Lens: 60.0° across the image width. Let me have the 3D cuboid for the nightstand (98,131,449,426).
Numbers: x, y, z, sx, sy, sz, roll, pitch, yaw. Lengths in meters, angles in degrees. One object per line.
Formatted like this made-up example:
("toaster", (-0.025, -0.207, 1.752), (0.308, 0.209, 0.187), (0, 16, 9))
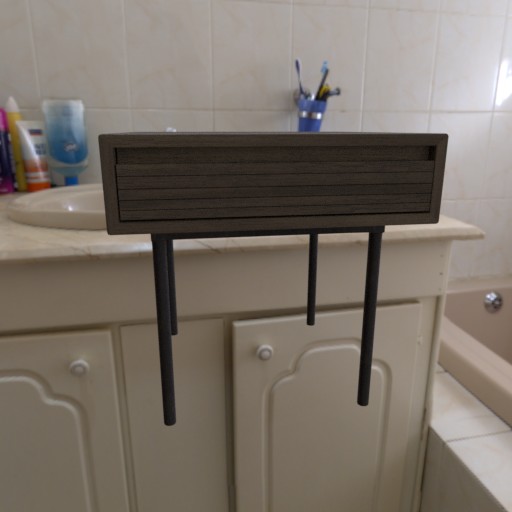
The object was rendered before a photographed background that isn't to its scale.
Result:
("nightstand", (0.000, 0.000, 0.925), (0.502, 0.497, 0.503), (-3, 16, -9))
